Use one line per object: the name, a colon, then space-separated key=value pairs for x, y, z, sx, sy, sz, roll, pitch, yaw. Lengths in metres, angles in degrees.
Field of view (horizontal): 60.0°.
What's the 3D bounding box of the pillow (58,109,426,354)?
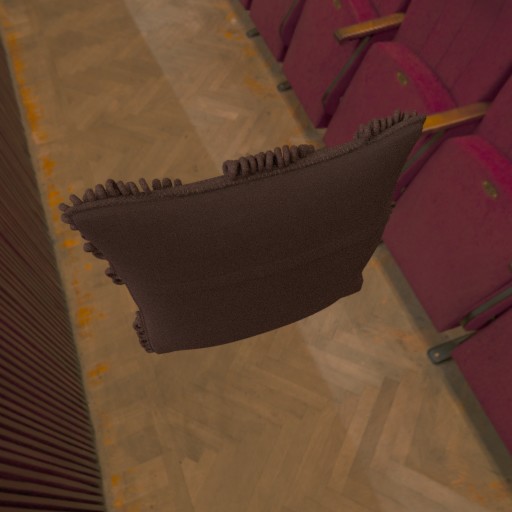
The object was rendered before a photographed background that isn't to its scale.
pillow: x=0.000 y=0.000 z=0.719 sx=0.470 sy=0.467 sz=0.172 roll=-16 pitch=60 yaw=-10
